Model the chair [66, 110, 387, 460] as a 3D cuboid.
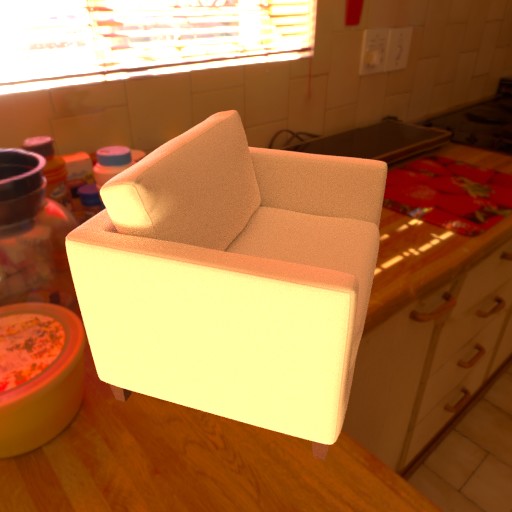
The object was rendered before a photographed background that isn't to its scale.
[{"bbox_3d":[0.000,0.000,1.690,0.878,0.885,1.019,10,32,16],"label":"chair"}]
